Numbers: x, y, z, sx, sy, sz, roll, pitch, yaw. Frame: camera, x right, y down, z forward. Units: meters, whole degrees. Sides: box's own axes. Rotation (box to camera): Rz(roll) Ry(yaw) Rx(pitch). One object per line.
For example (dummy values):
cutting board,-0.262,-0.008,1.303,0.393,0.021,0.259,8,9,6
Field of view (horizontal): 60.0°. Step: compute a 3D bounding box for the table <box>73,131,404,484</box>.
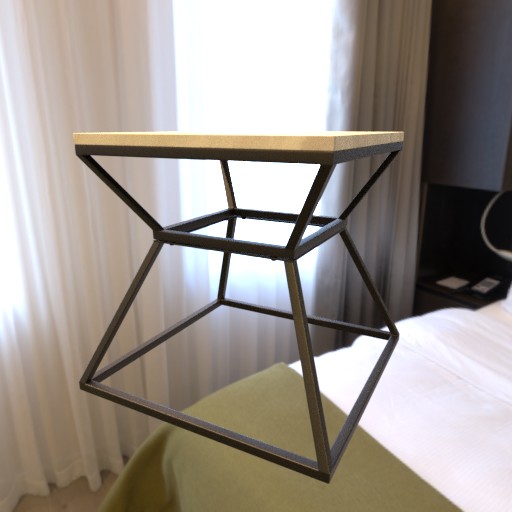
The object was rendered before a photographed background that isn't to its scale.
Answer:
table,0.000,0.000,0.802,0.455,0.431,0.455,9,18,27
